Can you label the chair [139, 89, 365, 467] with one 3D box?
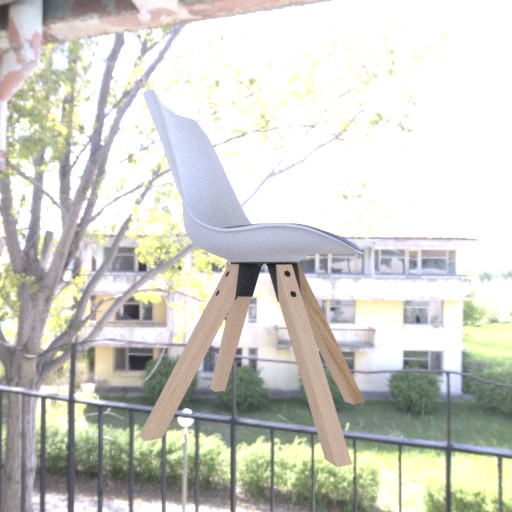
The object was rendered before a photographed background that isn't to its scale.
[{"bbox_3d":[0.000,0.000,1.168,0.550,0.850,0.485,0,-1,17],"label":"chair"}]
